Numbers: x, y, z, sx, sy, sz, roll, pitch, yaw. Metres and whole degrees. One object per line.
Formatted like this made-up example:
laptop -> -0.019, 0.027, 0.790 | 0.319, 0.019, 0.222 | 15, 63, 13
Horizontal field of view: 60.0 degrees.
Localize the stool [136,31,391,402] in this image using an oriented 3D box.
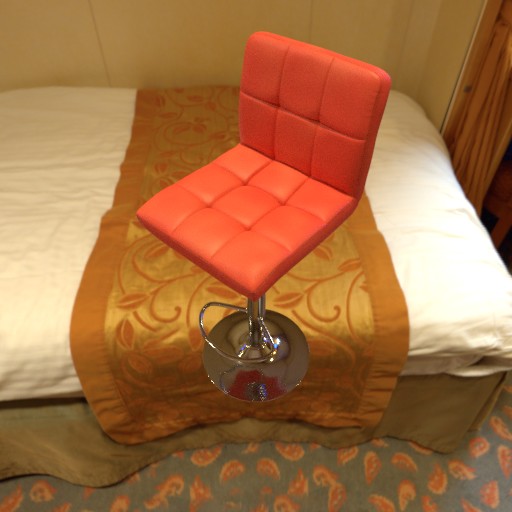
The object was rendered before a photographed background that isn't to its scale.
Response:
stool -> 0.000, 0.000, 1.365 | 0.430, 1.115, 0.505 | 32, 54, 27
